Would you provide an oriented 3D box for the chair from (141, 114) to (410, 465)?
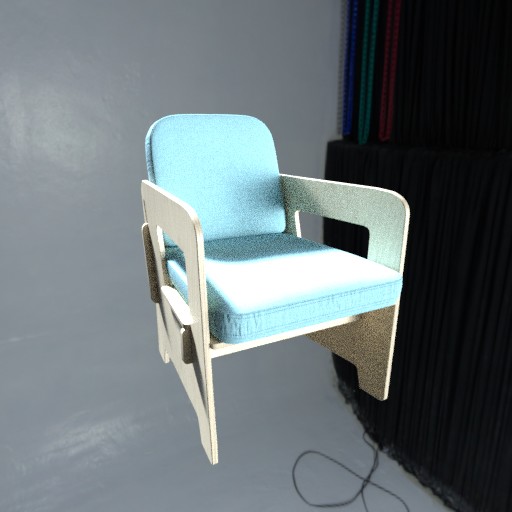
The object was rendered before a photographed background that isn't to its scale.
[{"bbox_3d":[0.000,0.000,1.292,0.590,0.800,0.710,-9,18,-27],"label":"chair"}]
